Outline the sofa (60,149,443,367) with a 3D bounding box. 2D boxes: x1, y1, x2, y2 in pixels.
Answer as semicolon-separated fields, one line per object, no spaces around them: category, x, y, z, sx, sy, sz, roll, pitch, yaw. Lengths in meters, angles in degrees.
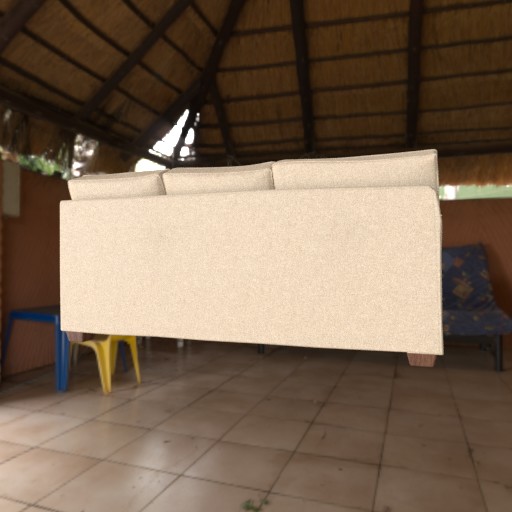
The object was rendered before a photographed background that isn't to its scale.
sofa;0.000;0.000;2.594;1.962;0.946;1.034;0;-1;18
